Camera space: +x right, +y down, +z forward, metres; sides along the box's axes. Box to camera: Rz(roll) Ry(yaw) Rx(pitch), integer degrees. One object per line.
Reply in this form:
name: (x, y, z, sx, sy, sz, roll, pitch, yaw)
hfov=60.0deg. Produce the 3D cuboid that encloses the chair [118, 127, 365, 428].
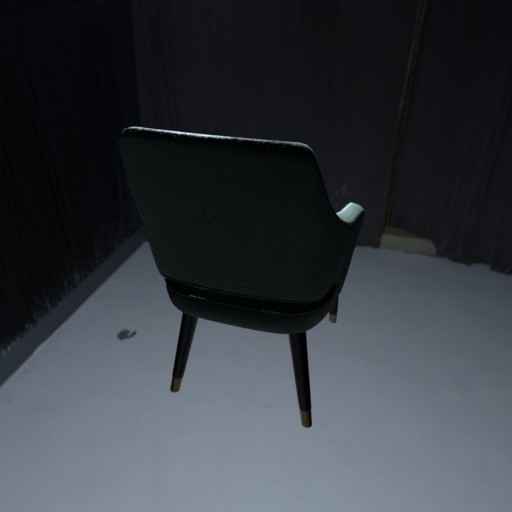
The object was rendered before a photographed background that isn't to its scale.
chair: (0.000, 0.000, 1.582, 0.683, 1.081, 0.794, 10, 33, 15)
